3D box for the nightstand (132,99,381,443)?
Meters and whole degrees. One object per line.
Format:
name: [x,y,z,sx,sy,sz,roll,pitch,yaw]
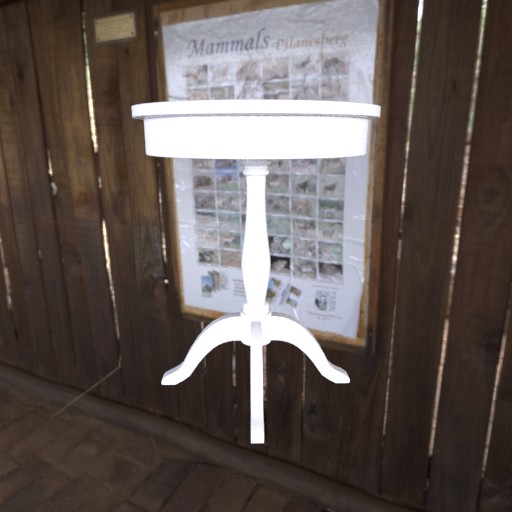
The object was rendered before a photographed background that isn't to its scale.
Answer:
nightstand: [0.000,0.000,1.030,0.513,0.653,0.513,2,16,8]
